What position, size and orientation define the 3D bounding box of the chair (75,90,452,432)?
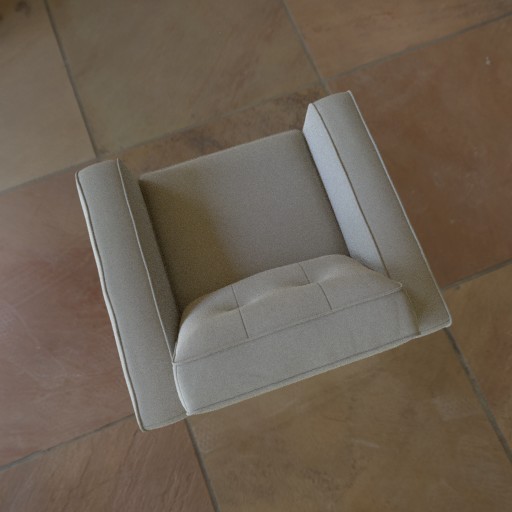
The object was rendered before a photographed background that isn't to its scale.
[{"bbox_3d":[0.000,0.000,1.697,1.115,0.779,0.953,-18,76,-5],"label":"chair"}]
